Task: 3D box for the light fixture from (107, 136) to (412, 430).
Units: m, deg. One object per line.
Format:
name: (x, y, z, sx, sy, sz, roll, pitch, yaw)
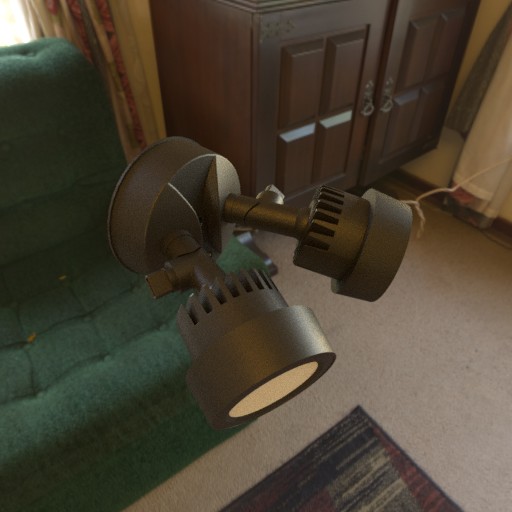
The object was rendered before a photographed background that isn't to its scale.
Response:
light fixture: (0.000, 0.000, 0.301, 0.168, 0.120, 0.213, 25, 46, 27)
